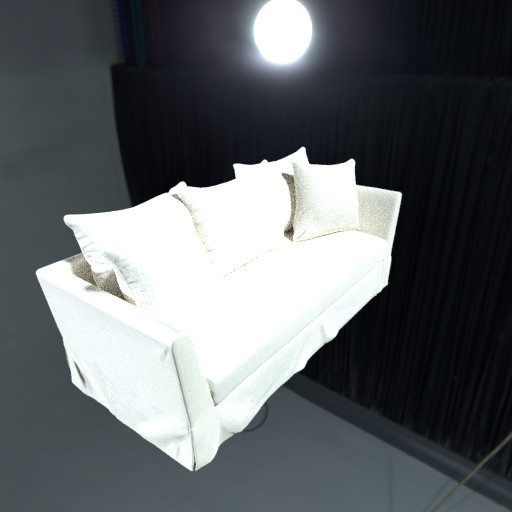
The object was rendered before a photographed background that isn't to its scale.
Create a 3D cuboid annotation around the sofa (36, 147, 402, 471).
[{"bbox_3d":[0.000,0.000,2.799,1.031,1.034,2.290,18,31,33],"label":"sofa"}]
